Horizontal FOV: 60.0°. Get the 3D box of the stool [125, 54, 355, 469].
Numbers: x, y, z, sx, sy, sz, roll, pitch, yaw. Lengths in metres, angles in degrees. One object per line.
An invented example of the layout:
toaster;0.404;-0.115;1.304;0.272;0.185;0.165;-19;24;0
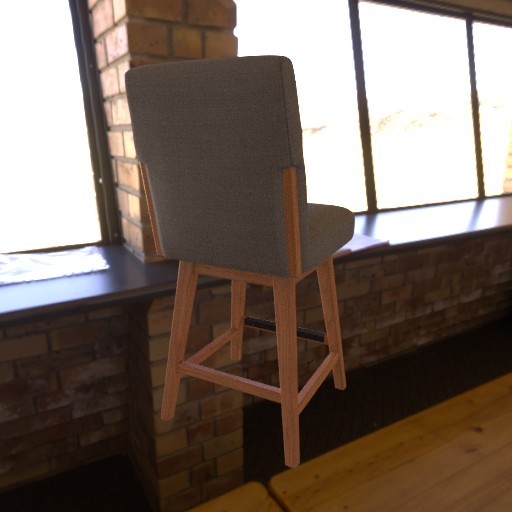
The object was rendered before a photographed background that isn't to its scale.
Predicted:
stool;0.000;0.000;1.319;0.459;1.019;0.570;8;18;27
